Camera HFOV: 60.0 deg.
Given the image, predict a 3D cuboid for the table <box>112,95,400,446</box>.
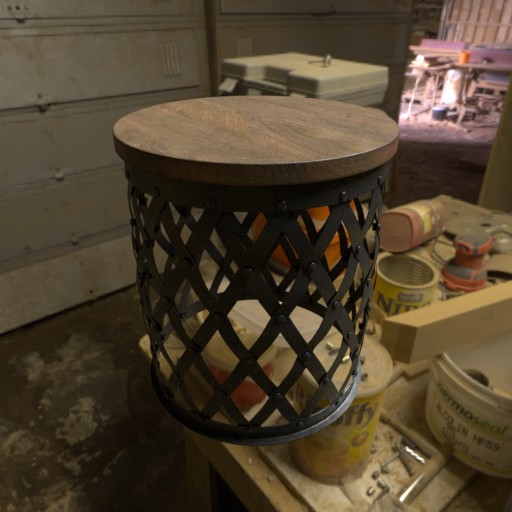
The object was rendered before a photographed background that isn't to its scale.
[{"bbox_3d":[0.000,0.000,0.758,0.405,0.454,0.405,0,30,0],"label":"table"}]
